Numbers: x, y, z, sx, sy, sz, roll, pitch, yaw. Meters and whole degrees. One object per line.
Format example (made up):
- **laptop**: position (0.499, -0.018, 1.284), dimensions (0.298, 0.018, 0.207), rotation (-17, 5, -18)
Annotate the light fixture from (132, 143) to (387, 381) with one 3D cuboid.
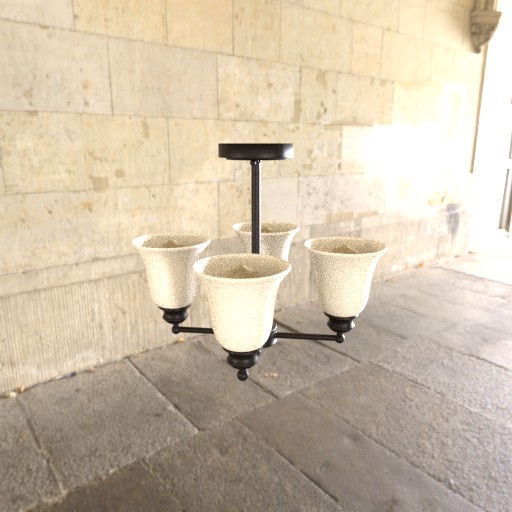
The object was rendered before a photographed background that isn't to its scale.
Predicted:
- **light fixture**: position (0.000, 0.000, 1.879), dimensions (1.069, 0.925, 1.069), rotation (2, 14, 7)
